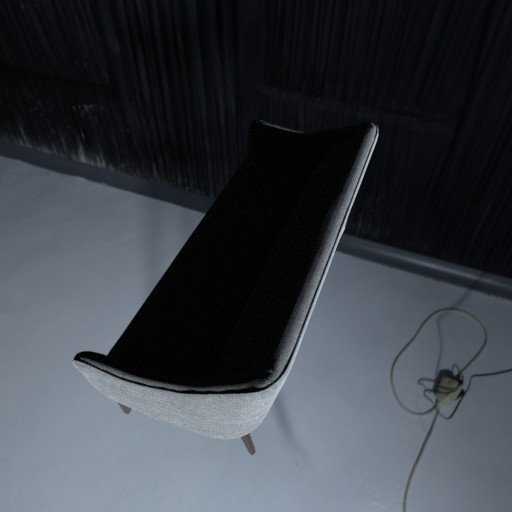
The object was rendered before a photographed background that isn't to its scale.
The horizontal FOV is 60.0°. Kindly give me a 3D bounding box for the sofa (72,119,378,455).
[{"bbox_3d":[0.000,0.000,2.385,0.867,0.829,1.928,16,50,14],"label":"sofa"}]
